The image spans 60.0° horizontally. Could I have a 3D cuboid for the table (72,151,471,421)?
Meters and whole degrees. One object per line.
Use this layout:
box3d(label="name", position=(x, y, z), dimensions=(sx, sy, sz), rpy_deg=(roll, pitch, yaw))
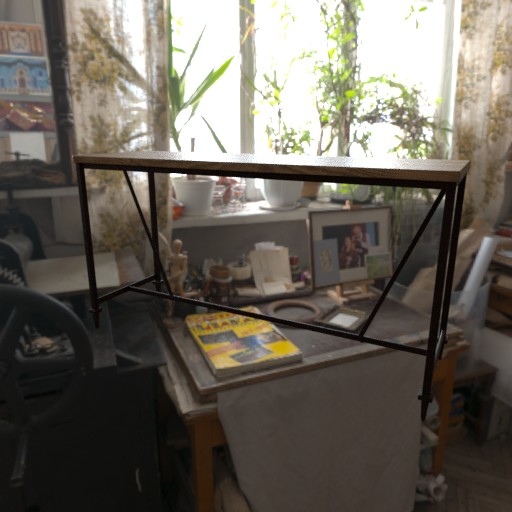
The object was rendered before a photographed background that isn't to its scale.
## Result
box3d(label="table", position=(0.000, 0.000, 2.082), dimensions=(1.700, 0.902, 0.551), rpy_deg=(8, 18, 27))
